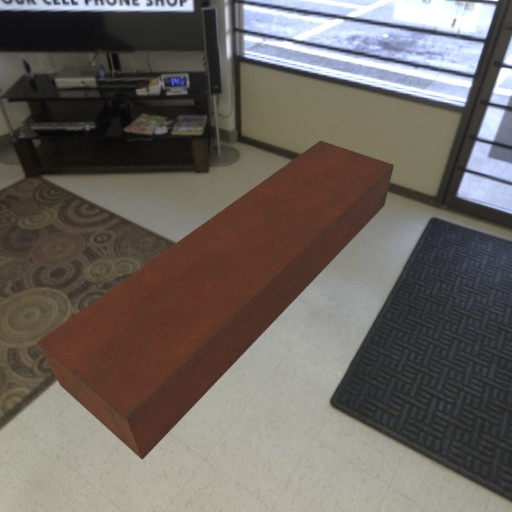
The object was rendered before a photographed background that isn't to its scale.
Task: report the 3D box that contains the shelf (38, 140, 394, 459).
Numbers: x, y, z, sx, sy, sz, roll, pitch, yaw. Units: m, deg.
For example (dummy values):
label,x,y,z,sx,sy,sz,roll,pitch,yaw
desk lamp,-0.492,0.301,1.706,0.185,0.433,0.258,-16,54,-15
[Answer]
label,x,y,z,sx,sy,sz,roll,pitch,yaw
shelf,0.000,0.000,0.671,0.152,0.088,0.607,27,48,27
